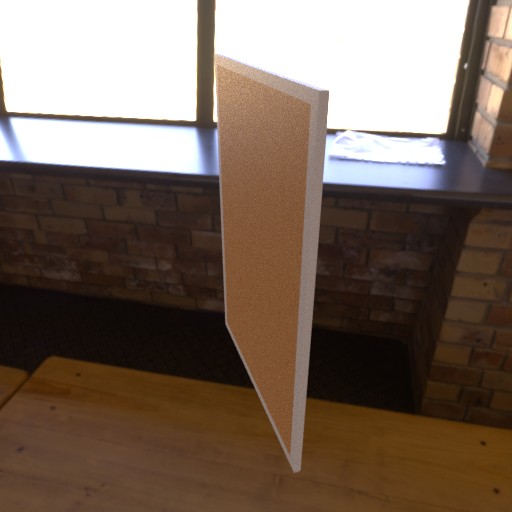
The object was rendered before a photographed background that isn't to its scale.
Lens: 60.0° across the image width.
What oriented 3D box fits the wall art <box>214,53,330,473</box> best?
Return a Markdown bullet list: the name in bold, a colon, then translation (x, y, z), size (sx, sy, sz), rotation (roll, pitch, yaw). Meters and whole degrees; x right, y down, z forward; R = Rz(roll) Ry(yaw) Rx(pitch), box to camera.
- **wall art**: translation (0.000, 0.000, 0.830), size (0.013, 0.656, 0.456), rotation (-10, 31, -17)
